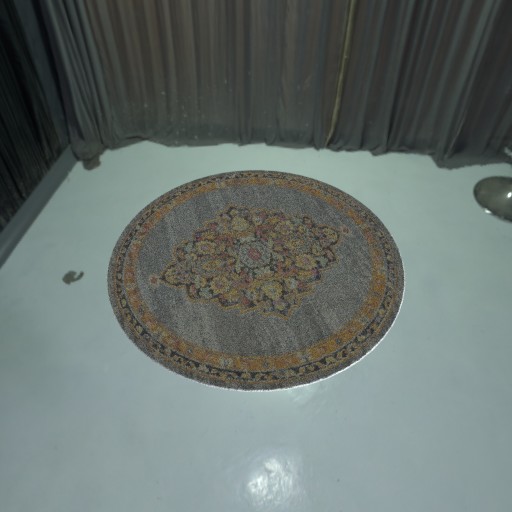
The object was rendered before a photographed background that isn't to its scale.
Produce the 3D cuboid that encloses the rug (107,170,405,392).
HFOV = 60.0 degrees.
[{"bbox_3d":[0.000,0.000,2.438,1.598,0.010,1.598,0,46,0],"label":"rug"}]
